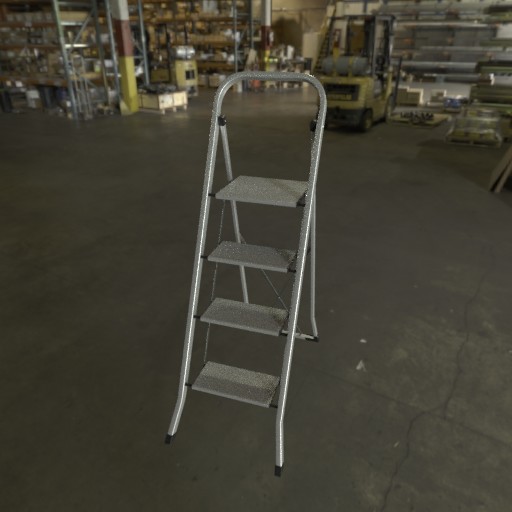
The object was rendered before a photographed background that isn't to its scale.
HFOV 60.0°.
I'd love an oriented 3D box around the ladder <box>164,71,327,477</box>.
[{"bbox_3d":[0.000,0.000,1.703,0.465,1.290,0.830,8,27,17],"label":"ladder"}]
